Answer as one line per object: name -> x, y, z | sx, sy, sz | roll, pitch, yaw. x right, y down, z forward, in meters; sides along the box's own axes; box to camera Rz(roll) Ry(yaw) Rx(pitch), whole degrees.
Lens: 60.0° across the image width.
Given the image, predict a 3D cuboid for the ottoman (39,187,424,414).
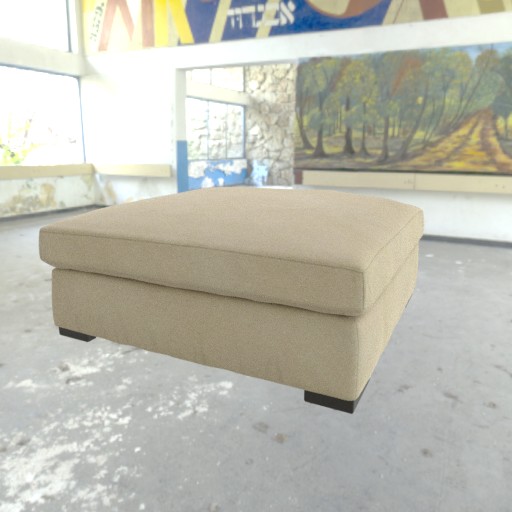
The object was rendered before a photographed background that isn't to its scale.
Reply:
ottoman -> 0.000, 0.000, 1.870 | 1.205, 0.522, 1.190 | 7, 16, 26
